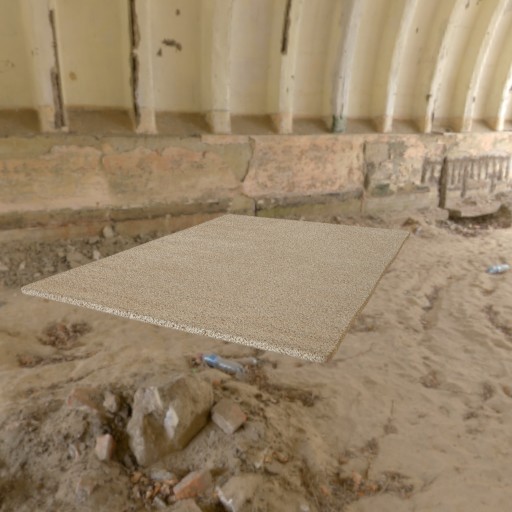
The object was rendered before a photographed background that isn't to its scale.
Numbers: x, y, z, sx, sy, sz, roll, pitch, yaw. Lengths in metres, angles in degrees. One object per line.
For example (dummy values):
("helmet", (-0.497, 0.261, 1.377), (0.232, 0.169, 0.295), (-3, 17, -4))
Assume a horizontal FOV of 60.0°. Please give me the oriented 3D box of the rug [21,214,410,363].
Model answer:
("rug", (0.000, 0.000, 2.101), (1.199, 0.025, 1.600), (8, 18, 25))
